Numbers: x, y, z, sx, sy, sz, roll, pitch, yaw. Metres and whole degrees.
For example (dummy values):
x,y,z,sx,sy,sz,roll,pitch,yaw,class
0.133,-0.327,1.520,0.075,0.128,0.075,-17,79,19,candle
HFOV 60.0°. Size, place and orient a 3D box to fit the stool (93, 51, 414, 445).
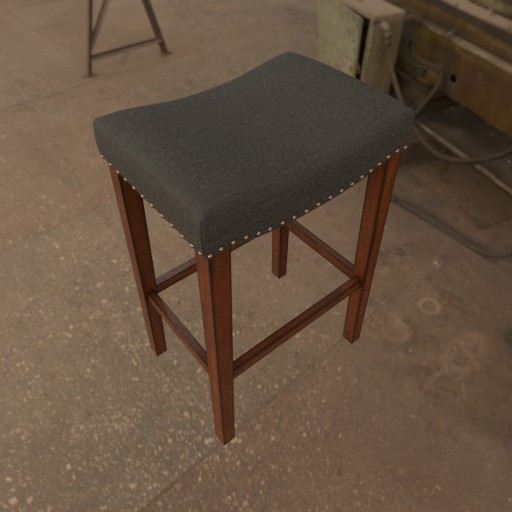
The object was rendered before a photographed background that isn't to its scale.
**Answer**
x,y,z,sx,sy,sz,roll,pitch,yaw,class
0.000,0.000,1.047,0.502,0.760,0.366,-31,54,-26,stool
